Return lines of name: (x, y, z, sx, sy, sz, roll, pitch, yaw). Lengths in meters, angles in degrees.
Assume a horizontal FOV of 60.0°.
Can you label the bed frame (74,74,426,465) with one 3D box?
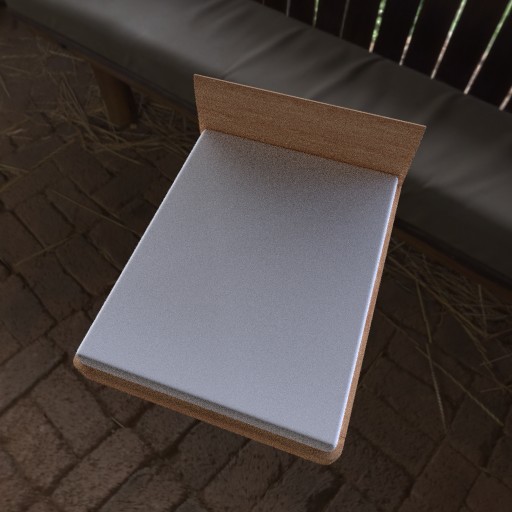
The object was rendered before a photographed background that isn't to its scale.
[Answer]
bed frame: (0.000, 0.000, 2.954, 1.660, 0.940, 2.092, 16, 60, 10)
